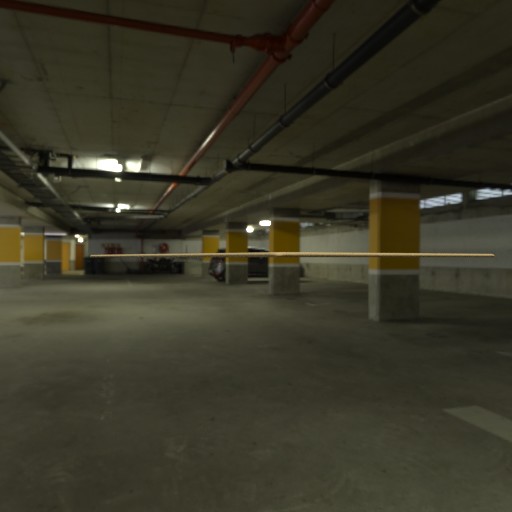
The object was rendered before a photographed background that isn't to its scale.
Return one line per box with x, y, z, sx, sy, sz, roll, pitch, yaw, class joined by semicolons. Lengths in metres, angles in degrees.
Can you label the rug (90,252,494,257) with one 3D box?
0.000;0.000;2.065;1.062;0.013;1.667;0;0;-36;rug
